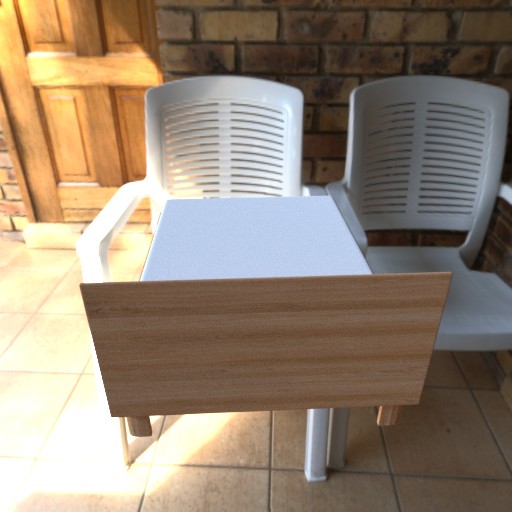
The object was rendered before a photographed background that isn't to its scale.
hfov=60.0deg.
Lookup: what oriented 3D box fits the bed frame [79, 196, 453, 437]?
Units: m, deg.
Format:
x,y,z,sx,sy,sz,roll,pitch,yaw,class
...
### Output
x,y,z,sx,sy,sz,roll,pitch,yaw,class
0.000,0.000,2.831,1.472,0.940,1.992,-2,30,-3,bed frame
